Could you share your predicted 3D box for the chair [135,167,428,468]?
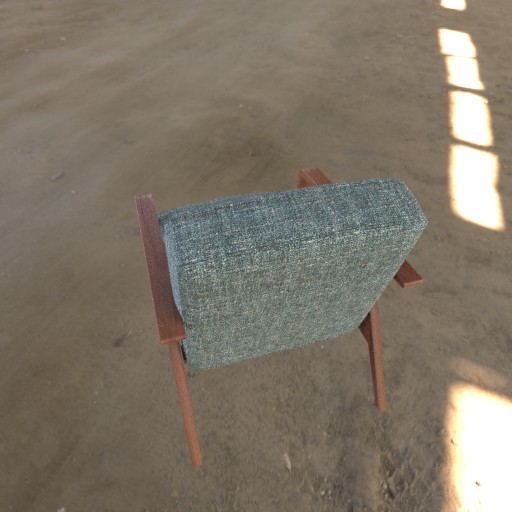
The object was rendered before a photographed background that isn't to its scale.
[{"bbox_3d":[0.000,0.000,1.512,0.719,0.864,0.889,-11,42,-13],"label":"chair"}]
